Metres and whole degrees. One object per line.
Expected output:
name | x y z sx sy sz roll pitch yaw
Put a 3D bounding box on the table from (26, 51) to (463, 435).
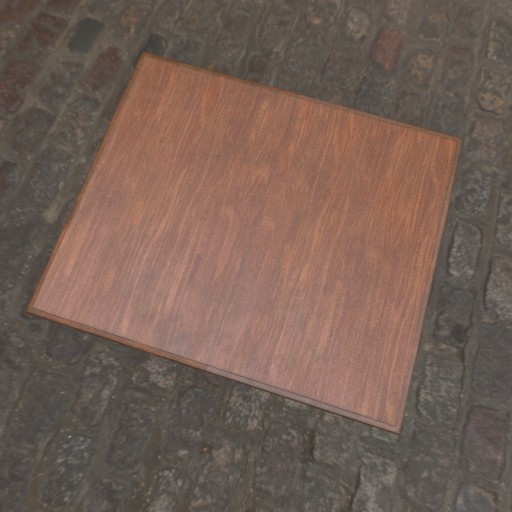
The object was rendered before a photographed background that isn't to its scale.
table | 0.000 0.000 1.573 0.991 0.761 0.838 17 76 4
